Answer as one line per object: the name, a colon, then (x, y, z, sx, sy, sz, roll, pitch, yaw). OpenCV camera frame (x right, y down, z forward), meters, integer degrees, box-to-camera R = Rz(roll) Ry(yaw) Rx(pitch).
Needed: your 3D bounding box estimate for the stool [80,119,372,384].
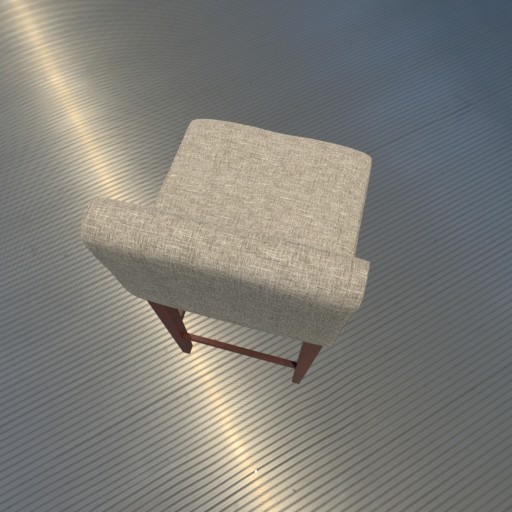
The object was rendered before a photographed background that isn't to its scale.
stool: (0.000, 0.000, 1.064, 0.417, 0.835, 0.459, 14, 65, 7)
